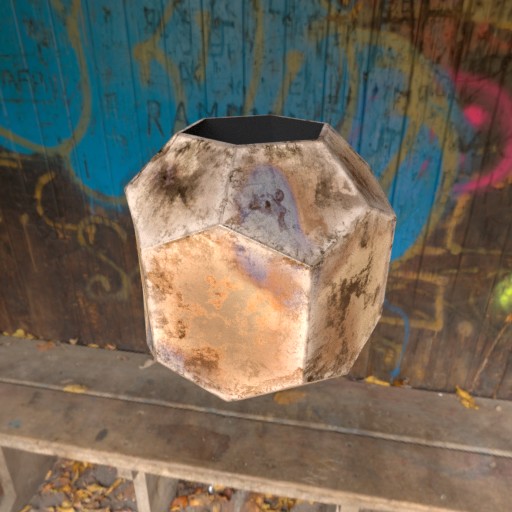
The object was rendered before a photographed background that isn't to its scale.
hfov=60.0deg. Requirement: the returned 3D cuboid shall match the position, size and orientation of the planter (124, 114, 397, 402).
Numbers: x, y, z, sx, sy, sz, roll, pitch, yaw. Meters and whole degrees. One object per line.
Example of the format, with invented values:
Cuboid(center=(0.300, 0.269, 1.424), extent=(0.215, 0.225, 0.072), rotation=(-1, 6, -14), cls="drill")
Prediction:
Cuboid(center=(0.000, 0.000, 0.420), extent=(0.221, 0.238, 0.243), rotation=(-8, 28, -16), cls="planter")
